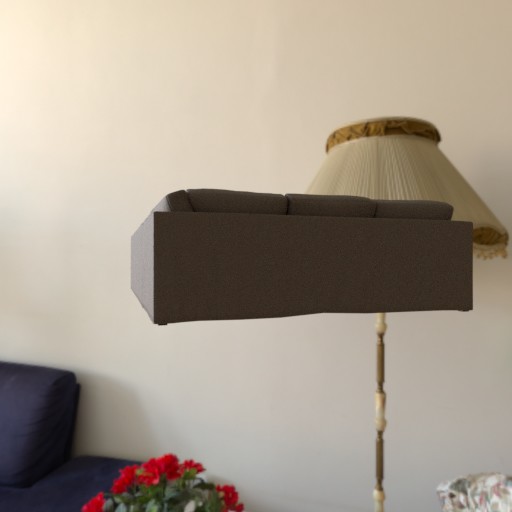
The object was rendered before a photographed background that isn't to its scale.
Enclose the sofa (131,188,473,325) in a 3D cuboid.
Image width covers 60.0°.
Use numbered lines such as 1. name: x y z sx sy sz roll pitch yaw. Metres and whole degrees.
1. sofa: 0.000 0.000 4.678 2.427 0.882 3.460 0 0 -18
